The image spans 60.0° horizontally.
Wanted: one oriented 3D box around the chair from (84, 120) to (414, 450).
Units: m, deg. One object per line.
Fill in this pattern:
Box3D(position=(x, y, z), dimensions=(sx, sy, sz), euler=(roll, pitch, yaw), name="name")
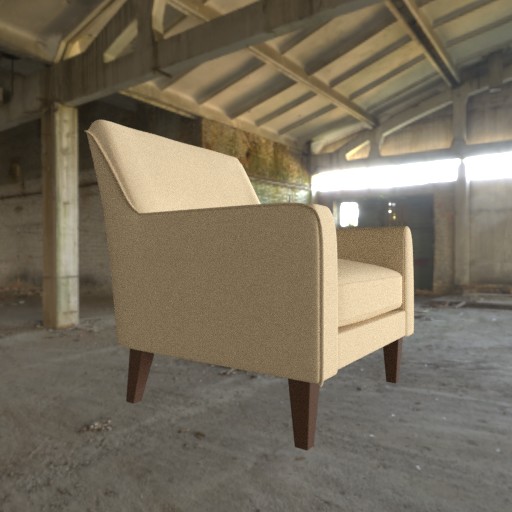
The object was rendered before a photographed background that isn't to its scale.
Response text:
Box3D(position=(0.000, 0.000, 1.558), dimensions=(0.899, 0.919, 0.780), euler=(0, 0, 35), name="chair")
